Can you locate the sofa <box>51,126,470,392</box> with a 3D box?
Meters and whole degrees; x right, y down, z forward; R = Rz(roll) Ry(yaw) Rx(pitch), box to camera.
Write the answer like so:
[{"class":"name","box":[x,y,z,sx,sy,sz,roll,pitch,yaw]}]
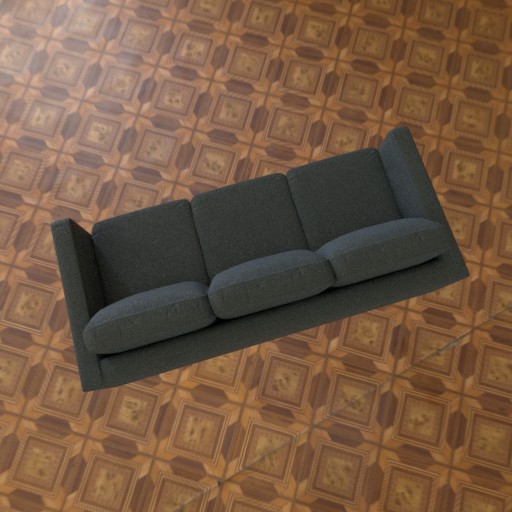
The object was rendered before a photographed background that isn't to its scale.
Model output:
[{"class":"sofa","box":[0.000,0.000,2.526,2.013,0.945,0.935,-16,77,-4]}]
